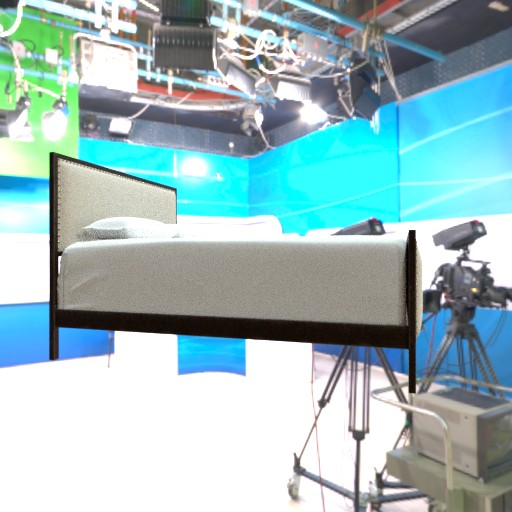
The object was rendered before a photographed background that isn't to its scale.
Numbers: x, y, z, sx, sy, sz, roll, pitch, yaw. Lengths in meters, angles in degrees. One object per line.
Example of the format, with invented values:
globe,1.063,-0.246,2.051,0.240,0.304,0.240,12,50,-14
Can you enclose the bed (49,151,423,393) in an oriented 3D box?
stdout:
bed,0.000,0.000,3.211,2.221,1.313,1.607,0,0,18
